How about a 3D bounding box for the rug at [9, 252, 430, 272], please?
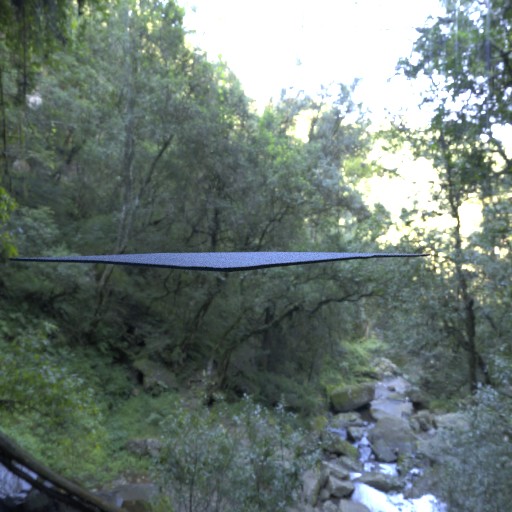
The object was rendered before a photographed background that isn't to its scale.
[{"bbox_3d":[0.000,0.000,2.162,1.159,0.025,1.793,1,2,37],"label":"rug"}]
